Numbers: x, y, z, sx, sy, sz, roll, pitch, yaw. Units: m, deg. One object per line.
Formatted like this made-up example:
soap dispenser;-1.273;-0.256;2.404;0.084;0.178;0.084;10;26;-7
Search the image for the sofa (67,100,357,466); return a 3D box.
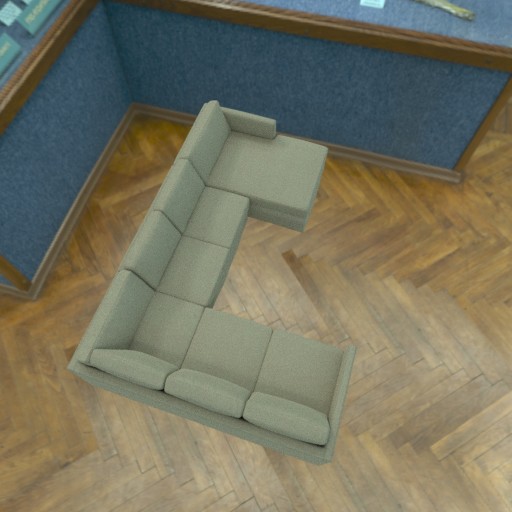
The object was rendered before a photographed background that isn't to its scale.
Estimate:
sofa;0.000;0.000;4.728;2.427;0.882;3.460;16;63;8
